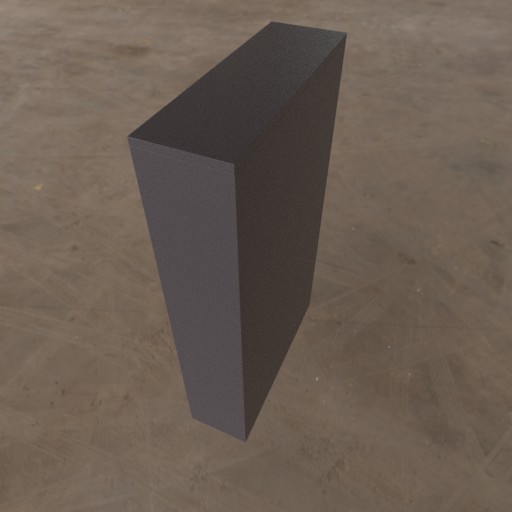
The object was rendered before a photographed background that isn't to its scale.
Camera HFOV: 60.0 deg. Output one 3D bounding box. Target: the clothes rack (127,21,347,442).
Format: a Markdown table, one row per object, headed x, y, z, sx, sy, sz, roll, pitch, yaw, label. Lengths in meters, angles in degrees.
| x | y | z | sx | sy | sz | roll | pitch | yaw | label |
| --- | --- | --- | --- | --- | --- | --- | --- | --- | --- |
| 0.000 | 0.000 | 1.554 | 0.250 | 1.280 | 0.750 | 18 | 48 | 17 | clothes rack |
